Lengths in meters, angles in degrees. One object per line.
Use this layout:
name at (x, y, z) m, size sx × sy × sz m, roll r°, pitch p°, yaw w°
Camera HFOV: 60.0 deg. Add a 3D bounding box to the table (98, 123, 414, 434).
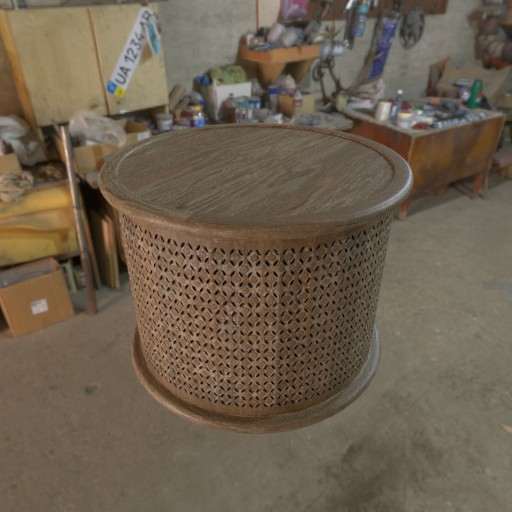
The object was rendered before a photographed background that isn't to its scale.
table at (0.000, 0.000, 1.000) m, size 0.607 × 0.450 × 0.607 m, roll 0°, pitch 30°, yaw 0°
